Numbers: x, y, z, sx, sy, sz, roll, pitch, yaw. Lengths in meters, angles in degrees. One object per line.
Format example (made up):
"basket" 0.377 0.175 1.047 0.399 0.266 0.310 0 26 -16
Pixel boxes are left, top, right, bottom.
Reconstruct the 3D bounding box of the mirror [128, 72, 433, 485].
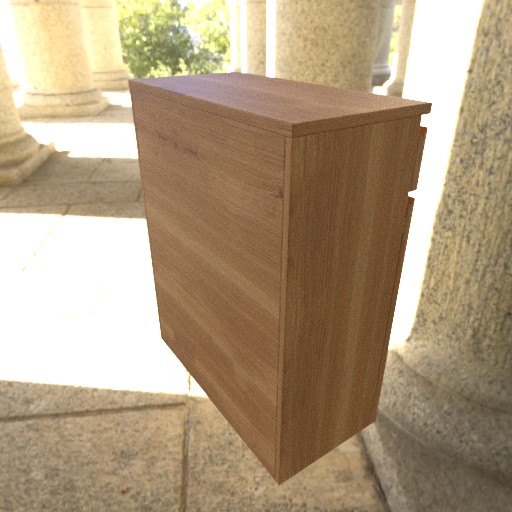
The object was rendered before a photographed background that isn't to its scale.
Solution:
"mirror" 0.000 0.000 1.407 0.400 1.000 0.800 -18 33 -30
